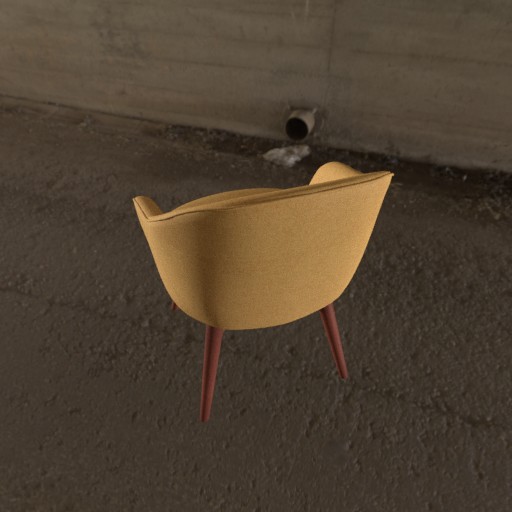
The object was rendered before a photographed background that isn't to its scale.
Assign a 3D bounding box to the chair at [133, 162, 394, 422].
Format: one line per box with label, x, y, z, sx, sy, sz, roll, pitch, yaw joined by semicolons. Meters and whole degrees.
chair;0.000;0.000;1.259;0.596;0.823;0.635;-13;43;-14
